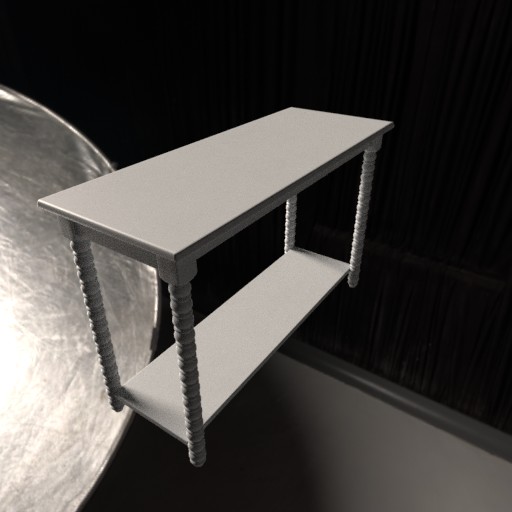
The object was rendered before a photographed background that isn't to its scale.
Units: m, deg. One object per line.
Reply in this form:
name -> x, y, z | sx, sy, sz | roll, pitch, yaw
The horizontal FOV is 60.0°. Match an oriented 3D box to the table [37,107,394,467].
table -> 0.000, 0.000, 1.539 | 0.459, 0.740, 1.184 | 19, 36, 29
